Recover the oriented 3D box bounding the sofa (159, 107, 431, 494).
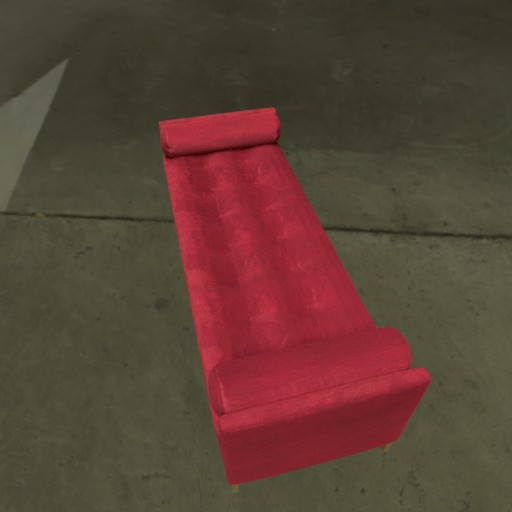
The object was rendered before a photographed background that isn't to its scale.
[{"bbox_3d":[0.000,0.000,2.420,0.796,0.705,2.102,-10,47,-10],"label":"sofa"}]
